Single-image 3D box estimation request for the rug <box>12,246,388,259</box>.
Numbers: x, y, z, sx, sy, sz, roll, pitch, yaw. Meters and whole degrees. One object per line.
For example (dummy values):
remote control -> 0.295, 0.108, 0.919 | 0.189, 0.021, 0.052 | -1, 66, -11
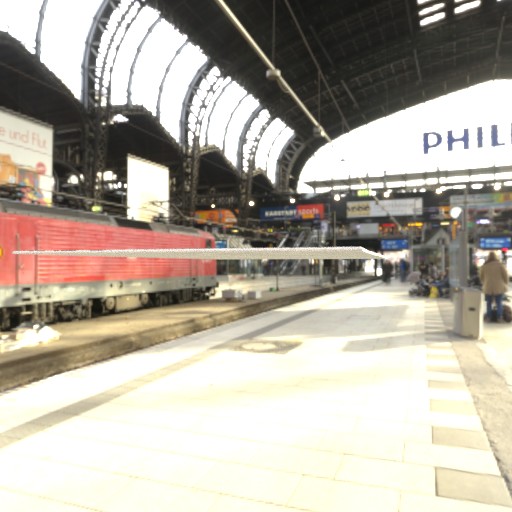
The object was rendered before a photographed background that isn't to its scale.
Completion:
rug -> 0.000, 0.000, 2.789 | 1.514, 0.014, 2.275 | 0, -1, 18
